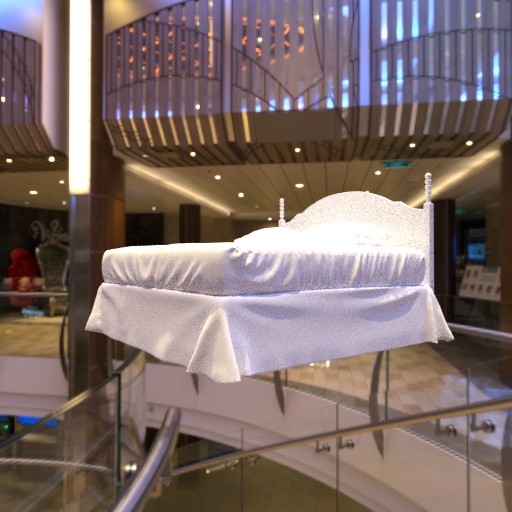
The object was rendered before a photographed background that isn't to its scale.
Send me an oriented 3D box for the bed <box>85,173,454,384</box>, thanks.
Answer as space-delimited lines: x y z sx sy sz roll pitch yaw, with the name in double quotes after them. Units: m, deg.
0.000 0.000 3.725 2.219 1.355 2.322 0 -1 -37 "bed"
